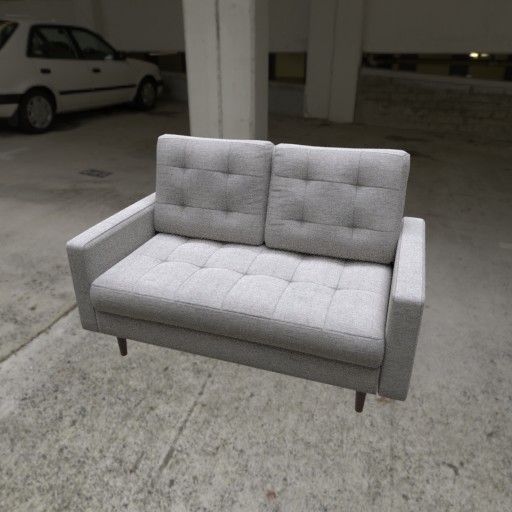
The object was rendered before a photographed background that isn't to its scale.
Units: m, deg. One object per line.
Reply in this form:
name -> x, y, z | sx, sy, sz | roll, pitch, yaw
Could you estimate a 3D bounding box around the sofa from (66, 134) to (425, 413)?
sofa -> 0.000, 0.000, 1.988 | 1.407, 0.907, 0.842 | 8, 27, 17
